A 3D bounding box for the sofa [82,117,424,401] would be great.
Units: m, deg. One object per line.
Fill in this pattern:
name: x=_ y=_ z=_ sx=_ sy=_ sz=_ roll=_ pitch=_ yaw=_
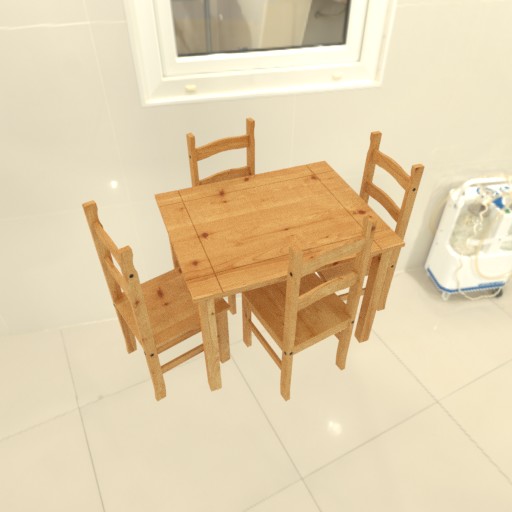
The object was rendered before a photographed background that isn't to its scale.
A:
sofa: x=0.000 y=0.000 z=2.339 sx=1.529 sy=1.000 sz=1.144 roll=-14 pitch=44 yaw=-15
